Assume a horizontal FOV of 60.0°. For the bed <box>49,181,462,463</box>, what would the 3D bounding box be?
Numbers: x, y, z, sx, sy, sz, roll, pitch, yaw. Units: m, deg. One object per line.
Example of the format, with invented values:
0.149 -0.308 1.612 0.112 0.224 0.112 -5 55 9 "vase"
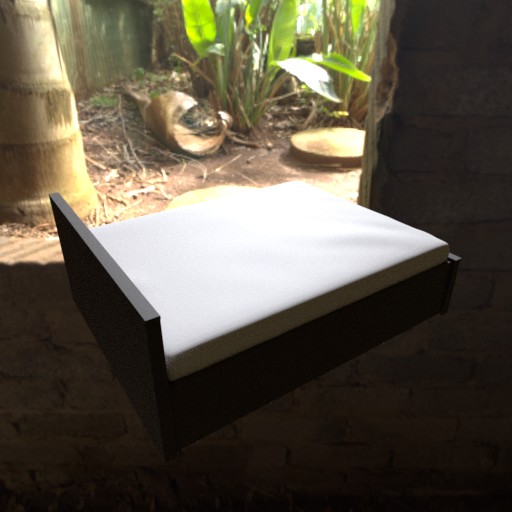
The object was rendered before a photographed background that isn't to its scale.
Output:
0.000 0.000 2.952 2.103 0.808 1.634 -18 33 -30 "bed"
